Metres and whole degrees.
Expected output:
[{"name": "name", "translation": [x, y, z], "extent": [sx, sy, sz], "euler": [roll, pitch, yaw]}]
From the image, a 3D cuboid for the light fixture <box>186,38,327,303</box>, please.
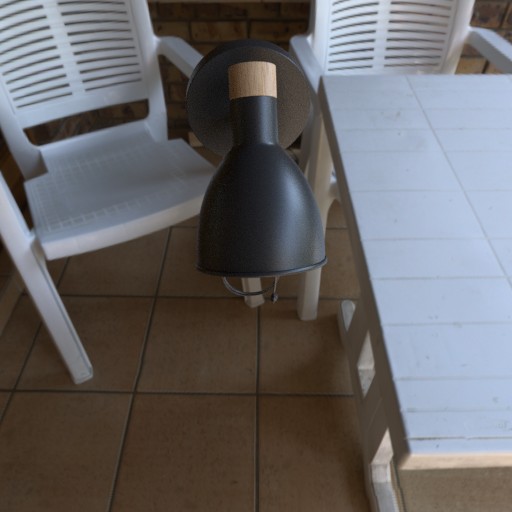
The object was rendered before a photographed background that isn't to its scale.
[{"name": "light fixture", "translation": [0.000, 0.000, 0.488], "extent": [0.127, 0.401, 0.203], "euler": [-4, 46, -4]}]
